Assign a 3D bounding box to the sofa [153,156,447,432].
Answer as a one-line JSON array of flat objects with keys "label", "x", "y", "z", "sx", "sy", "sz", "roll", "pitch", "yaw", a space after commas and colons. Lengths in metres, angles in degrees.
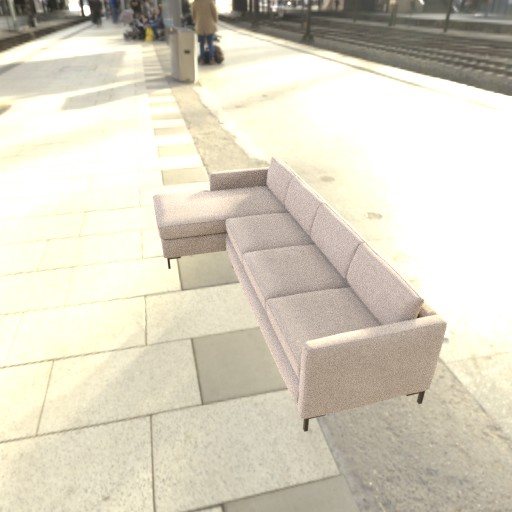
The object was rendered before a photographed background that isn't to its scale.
[{"label": "sofa", "x": 0.000, "y": 0.000, "z": 3.635, "sx": 1.469, "sy": 0.816, "sz": 2.923, "roll": -8, "pitch": 31, "yaw": -13}]
